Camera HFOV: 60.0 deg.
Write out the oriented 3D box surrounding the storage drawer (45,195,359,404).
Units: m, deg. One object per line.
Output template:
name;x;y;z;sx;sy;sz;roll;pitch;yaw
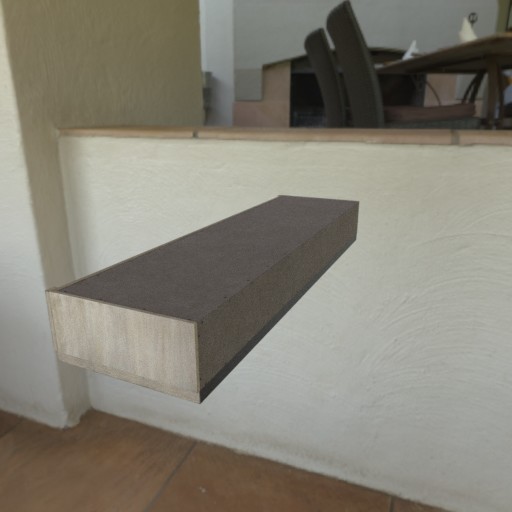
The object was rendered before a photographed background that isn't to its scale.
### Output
storage drawer;0.000;0.000;2.301;0.591;0.274;2.072;8;19;24
